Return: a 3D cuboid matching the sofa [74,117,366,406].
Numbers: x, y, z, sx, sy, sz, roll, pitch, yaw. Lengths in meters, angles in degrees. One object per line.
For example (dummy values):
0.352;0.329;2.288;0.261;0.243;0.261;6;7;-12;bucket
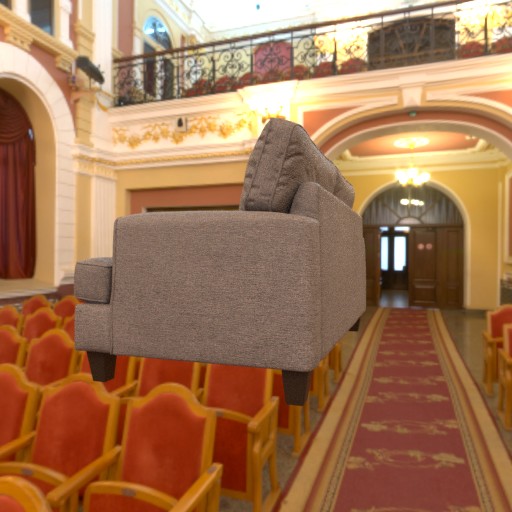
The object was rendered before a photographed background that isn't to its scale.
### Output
0.000;0.000;2.293;0.965;0.965;1.651;0;0;19;sofa
